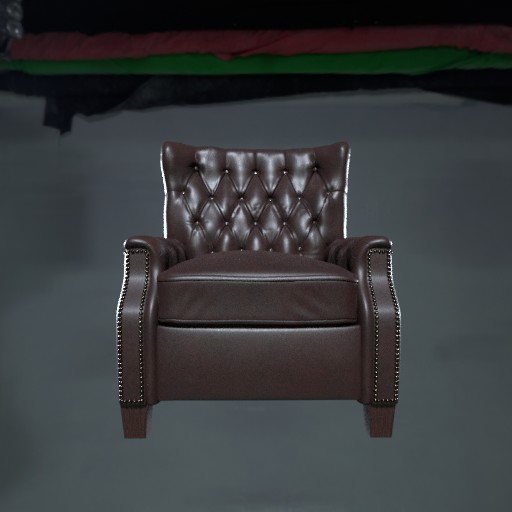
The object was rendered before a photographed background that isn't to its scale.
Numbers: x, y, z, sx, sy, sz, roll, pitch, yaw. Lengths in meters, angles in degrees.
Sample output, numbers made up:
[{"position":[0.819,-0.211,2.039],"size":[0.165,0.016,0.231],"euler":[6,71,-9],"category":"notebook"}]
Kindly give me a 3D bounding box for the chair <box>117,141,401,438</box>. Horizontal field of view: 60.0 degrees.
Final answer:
[{"position":[0.000,0.000,1.437],"size":[0.709,0.864,0.823],"euler":[0,1,-1],"category":"chair"}]
